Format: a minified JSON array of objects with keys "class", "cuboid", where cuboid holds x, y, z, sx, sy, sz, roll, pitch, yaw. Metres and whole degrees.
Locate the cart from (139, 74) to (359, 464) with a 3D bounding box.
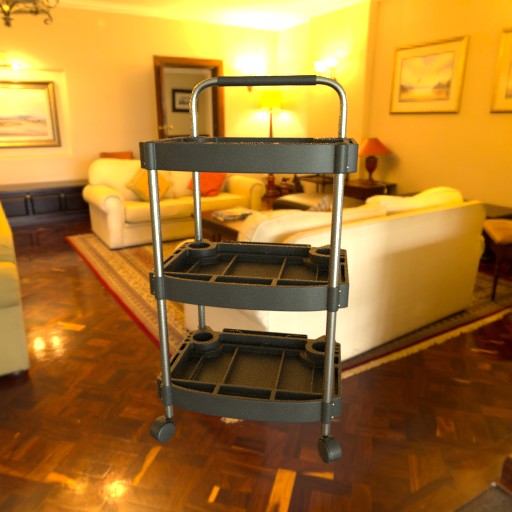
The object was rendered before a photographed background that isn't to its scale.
[{"class":"cart","cuboid":[0.000,0.000,1.375,0.584,1.075,0.518,3,17,9]}]
